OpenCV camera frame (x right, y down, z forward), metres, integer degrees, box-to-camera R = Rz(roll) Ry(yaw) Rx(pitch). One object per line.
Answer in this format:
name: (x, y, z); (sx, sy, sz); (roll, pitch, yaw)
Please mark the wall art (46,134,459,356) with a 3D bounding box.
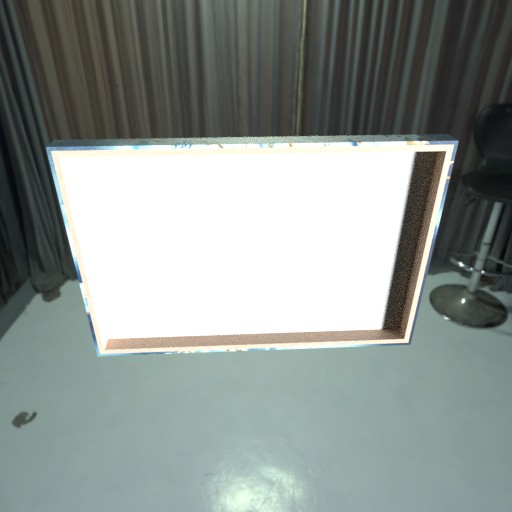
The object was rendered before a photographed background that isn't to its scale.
wall art: (0.000, 0.000, 0.770); (0.607, 0.405, 0.036); (-2, 31, -3)
